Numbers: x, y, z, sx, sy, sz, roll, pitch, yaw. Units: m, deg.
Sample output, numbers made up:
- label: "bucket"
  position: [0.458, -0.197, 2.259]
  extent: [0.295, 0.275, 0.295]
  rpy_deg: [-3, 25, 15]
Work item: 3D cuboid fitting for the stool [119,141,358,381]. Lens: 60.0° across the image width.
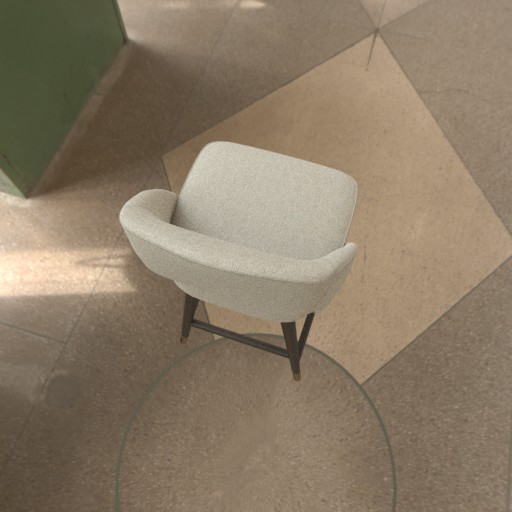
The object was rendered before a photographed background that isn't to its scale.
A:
- label: "stool"
  position: [0.000, 0.000, 1.234]
  extent: [0.494, 0.940, 0.509]
  rpy_deg: [16, 65, 8]
